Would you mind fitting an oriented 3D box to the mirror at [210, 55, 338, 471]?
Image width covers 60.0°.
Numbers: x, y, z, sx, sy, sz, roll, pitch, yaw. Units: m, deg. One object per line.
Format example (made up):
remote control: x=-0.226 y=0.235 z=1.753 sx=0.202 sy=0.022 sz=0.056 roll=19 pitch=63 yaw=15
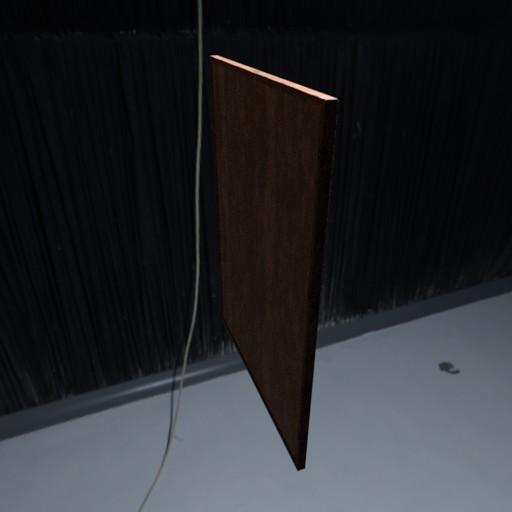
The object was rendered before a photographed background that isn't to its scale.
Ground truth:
mirror: x=0.000 y=0.000 z=1.416 sx=0.028 sy=1.099 sz=0.796 roll=-11 pitch=32 yaw=-18
